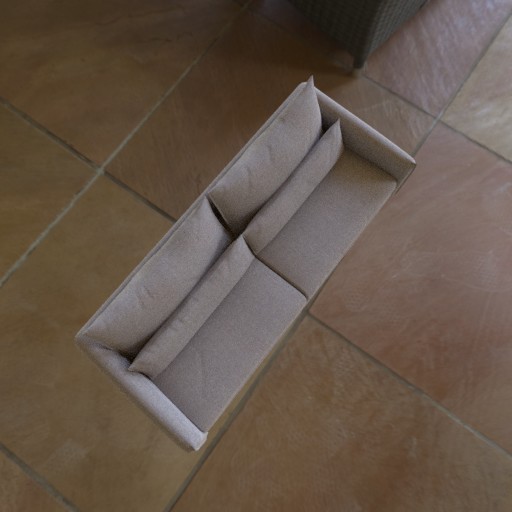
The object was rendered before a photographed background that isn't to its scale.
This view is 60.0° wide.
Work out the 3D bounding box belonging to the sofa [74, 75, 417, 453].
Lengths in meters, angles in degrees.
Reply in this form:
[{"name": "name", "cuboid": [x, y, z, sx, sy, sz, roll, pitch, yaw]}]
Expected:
[{"name": "sofa", "cuboid": [0.000, 0.000, 2.477, 0.809, 0.833, 2.022, 38, 78, 9]}]
